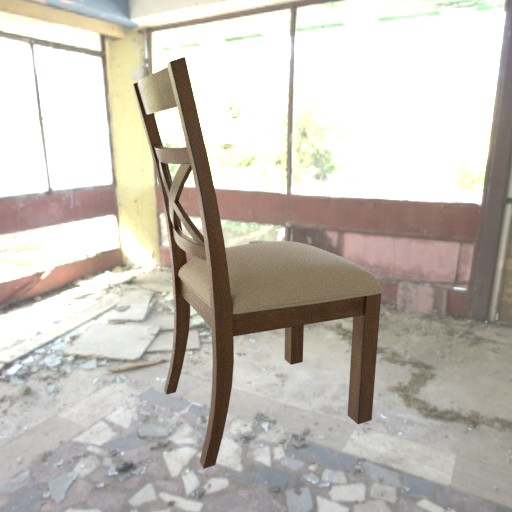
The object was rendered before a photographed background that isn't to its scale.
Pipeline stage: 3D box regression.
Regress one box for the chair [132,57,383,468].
[{"bbox_3d":[0.000,0.000,1.260,0.581,0.949,0.461,-7,16,-24],"label":"chair"}]
